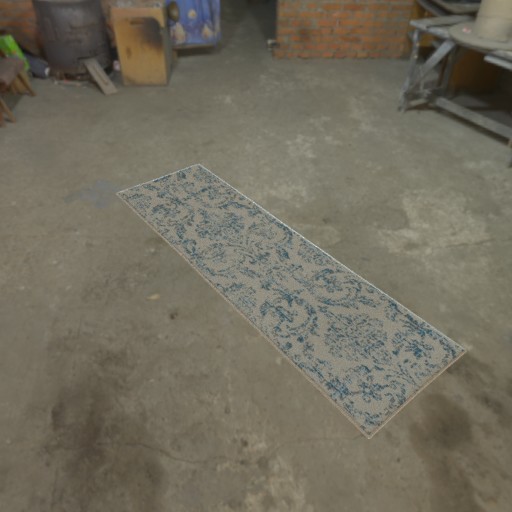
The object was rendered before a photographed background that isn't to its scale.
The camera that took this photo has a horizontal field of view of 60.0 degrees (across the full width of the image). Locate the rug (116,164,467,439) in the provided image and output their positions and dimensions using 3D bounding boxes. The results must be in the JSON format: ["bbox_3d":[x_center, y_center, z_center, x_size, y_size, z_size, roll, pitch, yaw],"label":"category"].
[{"bbox_3d":[0.000,0.000,2.475,0.662,0.011,2.196,-27,47,-28],"label":"rug"}]
